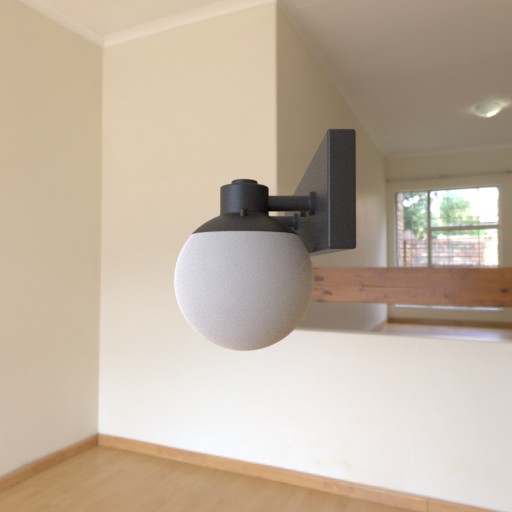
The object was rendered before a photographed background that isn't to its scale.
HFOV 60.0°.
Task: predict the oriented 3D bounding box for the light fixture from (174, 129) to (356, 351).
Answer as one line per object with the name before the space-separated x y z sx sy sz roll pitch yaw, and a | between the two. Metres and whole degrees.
light fixture | 0.000 0.000 0.842 0.218 0.263 0.721 0 -1 0
